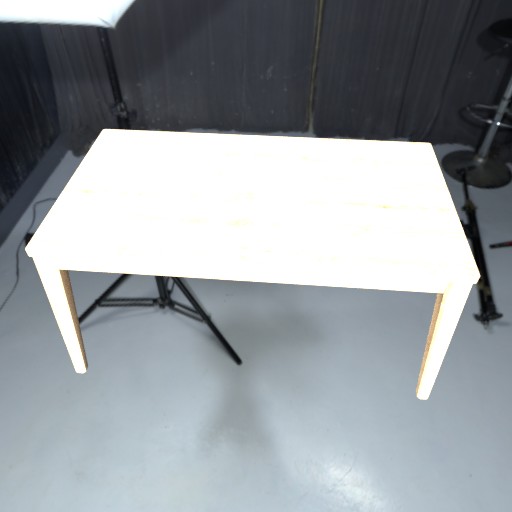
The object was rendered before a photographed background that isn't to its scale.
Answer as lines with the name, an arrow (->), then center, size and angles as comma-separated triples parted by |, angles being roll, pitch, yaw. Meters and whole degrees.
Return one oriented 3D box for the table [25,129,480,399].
table -> 0.000, 0.000, 2.052 | 1.600, 0.760, 0.900 | 3, 45, 3
